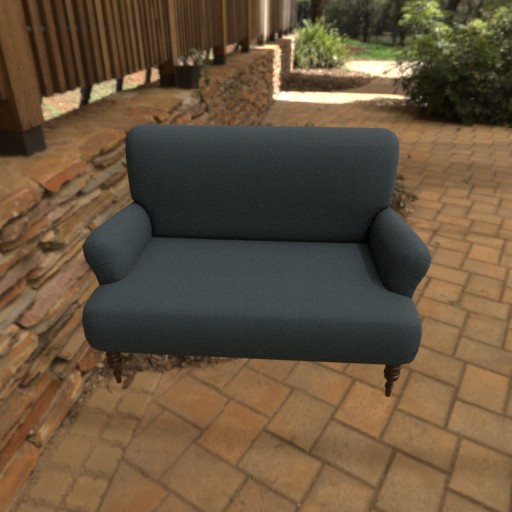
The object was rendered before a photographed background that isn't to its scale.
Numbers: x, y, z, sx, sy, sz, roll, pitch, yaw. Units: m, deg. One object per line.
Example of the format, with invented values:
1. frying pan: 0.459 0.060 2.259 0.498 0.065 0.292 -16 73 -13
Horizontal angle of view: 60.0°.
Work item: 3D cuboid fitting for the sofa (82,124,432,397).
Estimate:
1. sofa: 0.000 0.000 1.827 1.297 0.889 0.779 2 29 3
